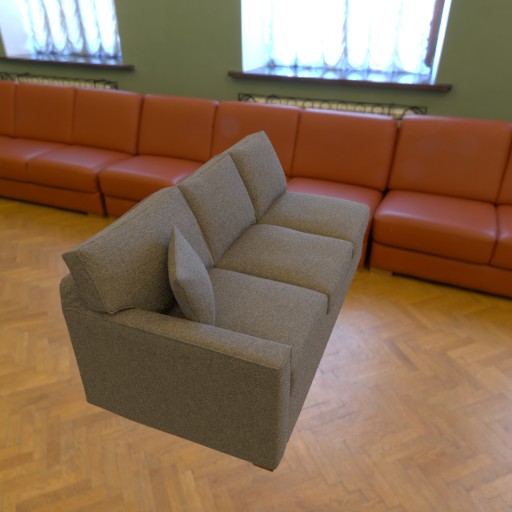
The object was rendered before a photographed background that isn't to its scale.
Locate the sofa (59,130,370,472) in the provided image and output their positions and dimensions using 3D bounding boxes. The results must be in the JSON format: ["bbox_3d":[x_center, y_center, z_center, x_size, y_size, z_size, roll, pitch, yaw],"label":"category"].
[{"bbox_3d":[0.000,0.000,2.581,1.034,0.946,1.963,11,32,19],"label":"sofa"}]
